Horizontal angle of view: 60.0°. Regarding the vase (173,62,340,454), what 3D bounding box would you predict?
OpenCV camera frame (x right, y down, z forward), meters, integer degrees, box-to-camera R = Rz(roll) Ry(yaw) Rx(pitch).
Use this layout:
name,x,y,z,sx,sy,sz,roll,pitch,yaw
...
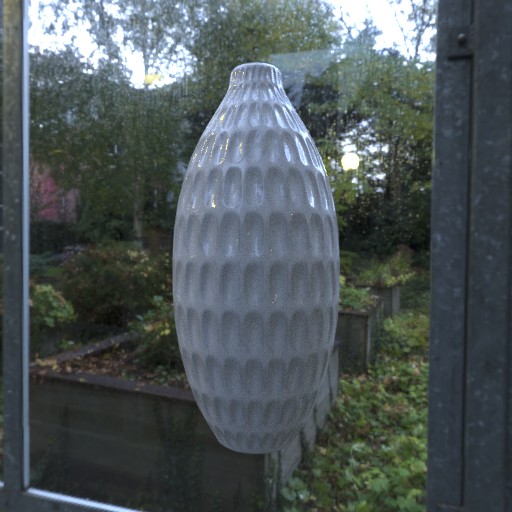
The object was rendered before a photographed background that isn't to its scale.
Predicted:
name,x,y,z,sx,sy,sz,roll,pitch,yaw
vase,0.000,0.000,0.342,0.127,0.282,0.127,0,2,0
